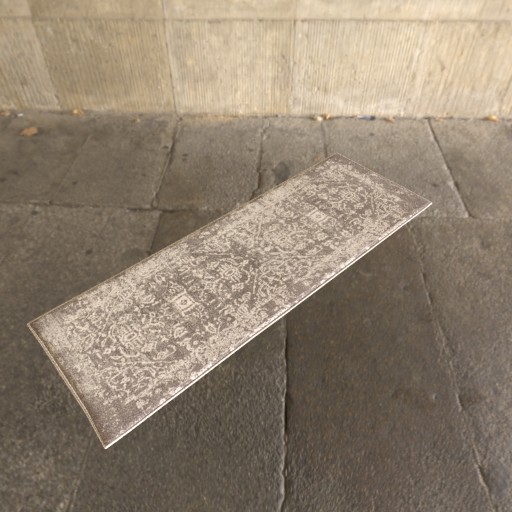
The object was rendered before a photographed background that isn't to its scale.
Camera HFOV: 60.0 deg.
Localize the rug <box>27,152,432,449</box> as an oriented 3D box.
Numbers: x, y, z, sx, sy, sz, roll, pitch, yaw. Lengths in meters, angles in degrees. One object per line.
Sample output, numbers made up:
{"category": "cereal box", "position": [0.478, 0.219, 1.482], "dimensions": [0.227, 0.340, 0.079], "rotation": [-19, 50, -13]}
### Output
{"category": "rug", "position": [0.000, 0.000, 2.642], "dimensions": [2.452, 0.017, 0.855], "rotation": [-33, 53, -28]}
